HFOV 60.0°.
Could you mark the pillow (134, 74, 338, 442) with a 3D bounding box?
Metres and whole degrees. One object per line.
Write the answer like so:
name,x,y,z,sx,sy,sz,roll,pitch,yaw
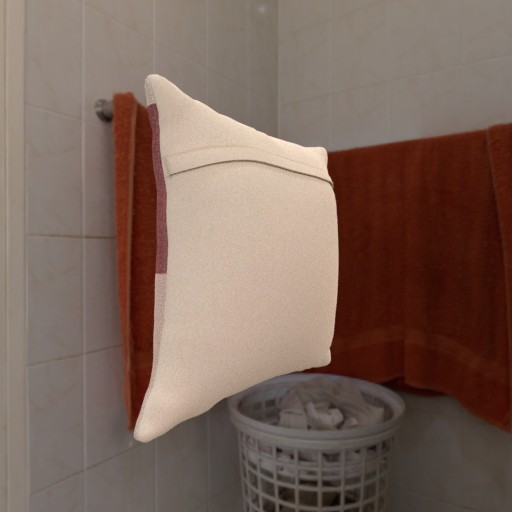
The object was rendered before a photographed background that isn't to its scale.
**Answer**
pillow,0.000,0.000,0.809,0.229,0.506,0.536,0,0,37
